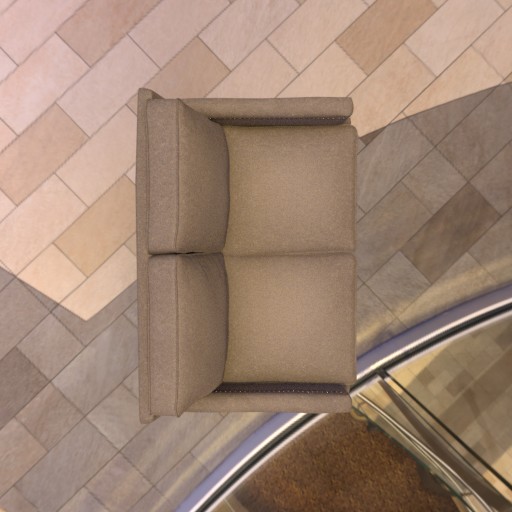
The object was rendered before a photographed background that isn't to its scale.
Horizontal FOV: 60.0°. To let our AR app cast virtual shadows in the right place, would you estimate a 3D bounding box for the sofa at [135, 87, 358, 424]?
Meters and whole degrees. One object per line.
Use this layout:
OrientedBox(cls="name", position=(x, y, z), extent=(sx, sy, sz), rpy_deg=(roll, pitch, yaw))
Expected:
OrientedBox(cls="sofa", position=(0.000, 0.000, 2.330), extent=(1.084, 1.003, 1.597), rpy_deg=(0, 91, -1))
